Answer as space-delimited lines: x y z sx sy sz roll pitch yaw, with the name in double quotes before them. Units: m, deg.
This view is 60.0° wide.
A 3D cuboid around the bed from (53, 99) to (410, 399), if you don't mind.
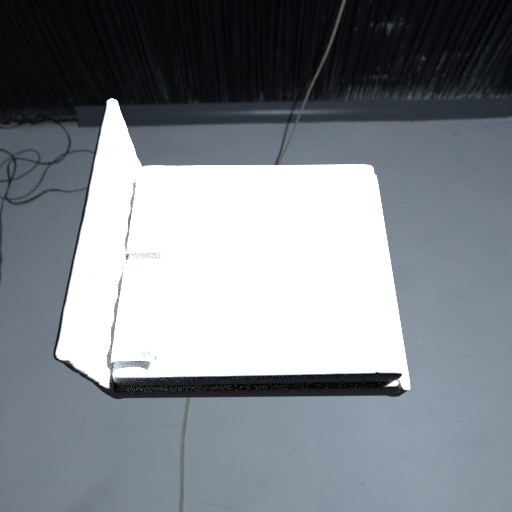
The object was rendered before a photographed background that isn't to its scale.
"bed" 0.000 0.000 3.626 2.387 1.427 2.078 0 63 0
